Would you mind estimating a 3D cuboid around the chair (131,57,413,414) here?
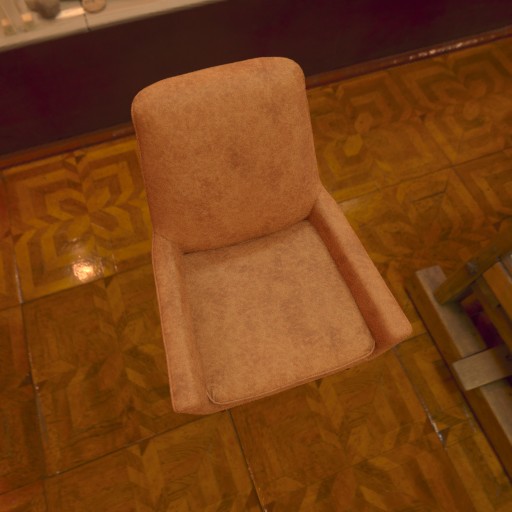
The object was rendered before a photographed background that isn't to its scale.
[{"bbox_3d":[0.000,0.000,1.487,0.753,0.883,0.851,-16,65,-8],"label":"chair"}]
